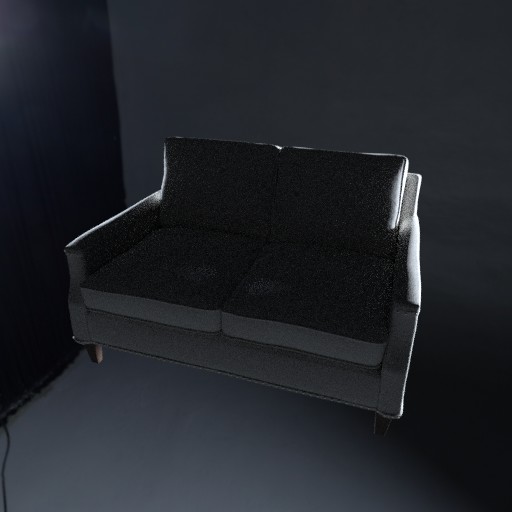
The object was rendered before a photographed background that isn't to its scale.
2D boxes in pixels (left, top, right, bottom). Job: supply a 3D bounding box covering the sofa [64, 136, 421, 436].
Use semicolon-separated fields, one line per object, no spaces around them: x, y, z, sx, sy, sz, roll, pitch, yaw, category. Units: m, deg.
0.000;0.000;2.286;1.597;1.003;1.084;9;28;17;sofa
